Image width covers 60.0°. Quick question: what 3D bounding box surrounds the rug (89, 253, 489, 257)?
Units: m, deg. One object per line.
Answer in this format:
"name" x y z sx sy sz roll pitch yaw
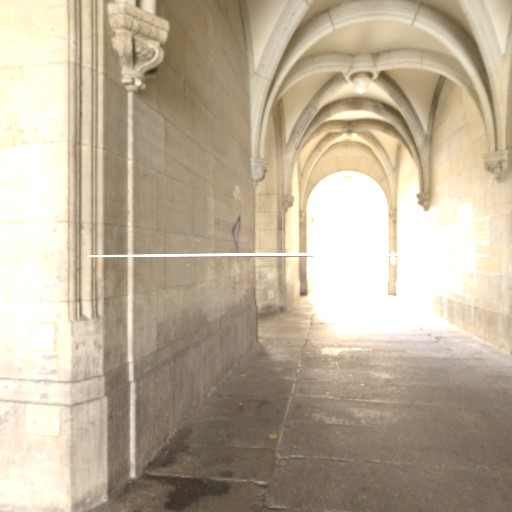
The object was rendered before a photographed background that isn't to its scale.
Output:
"rug" 0.000 0.000 2.319 1.211 0.007 1.827 0 0 -36
